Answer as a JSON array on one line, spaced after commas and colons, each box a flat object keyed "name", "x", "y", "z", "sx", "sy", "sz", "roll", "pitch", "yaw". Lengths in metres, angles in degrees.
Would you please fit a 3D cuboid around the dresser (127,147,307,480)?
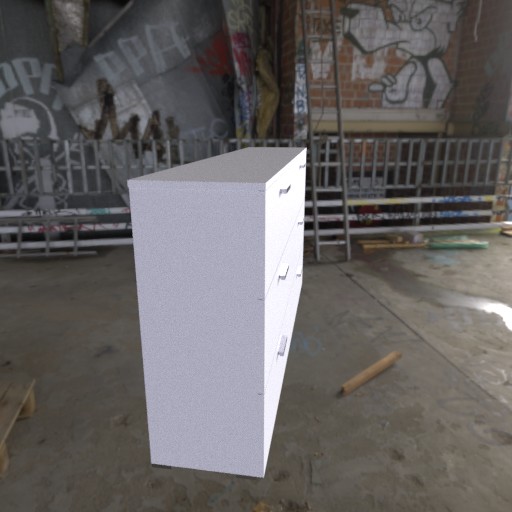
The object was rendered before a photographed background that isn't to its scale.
[{"name": "dresser", "x": 0.000, "y": 0.000, "z": 1.813, "sx": 0.333, "sy": 0.790, "sz": 1.535, "roll": 3, "pitch": 17, "yaw": 9}]
